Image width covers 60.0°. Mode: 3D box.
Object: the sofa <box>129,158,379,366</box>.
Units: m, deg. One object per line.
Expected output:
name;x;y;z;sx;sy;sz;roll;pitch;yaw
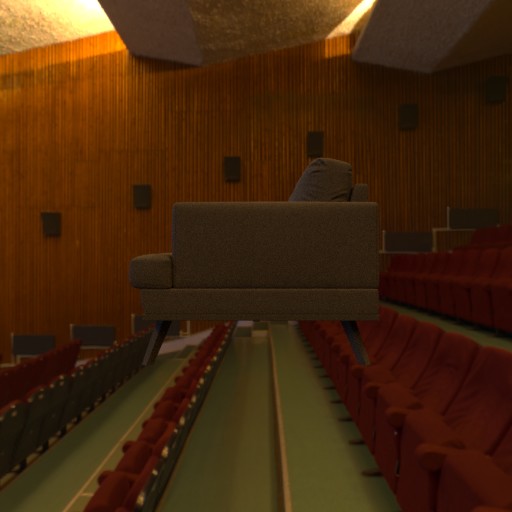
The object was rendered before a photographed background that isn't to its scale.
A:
sofa;0.000;0.000;2.746;0.920;0.810;2.310;0;0;0
